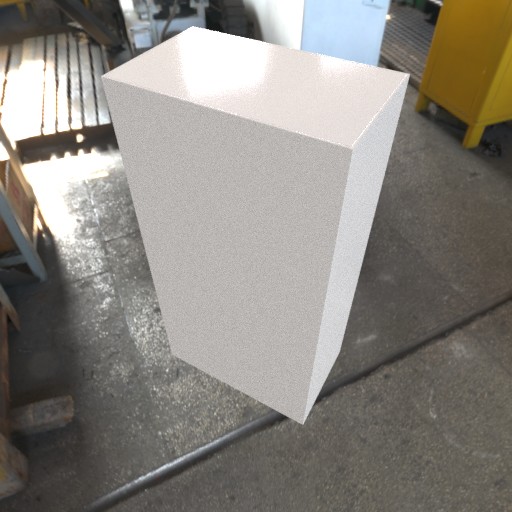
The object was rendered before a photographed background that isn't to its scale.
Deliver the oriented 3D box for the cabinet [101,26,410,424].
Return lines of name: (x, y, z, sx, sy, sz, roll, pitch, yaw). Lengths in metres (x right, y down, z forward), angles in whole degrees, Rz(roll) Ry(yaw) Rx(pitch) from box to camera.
cabinet: (0.000, 0.000, 2.322, 0.980, 1.920, 0.580, 22, 50, 20)
